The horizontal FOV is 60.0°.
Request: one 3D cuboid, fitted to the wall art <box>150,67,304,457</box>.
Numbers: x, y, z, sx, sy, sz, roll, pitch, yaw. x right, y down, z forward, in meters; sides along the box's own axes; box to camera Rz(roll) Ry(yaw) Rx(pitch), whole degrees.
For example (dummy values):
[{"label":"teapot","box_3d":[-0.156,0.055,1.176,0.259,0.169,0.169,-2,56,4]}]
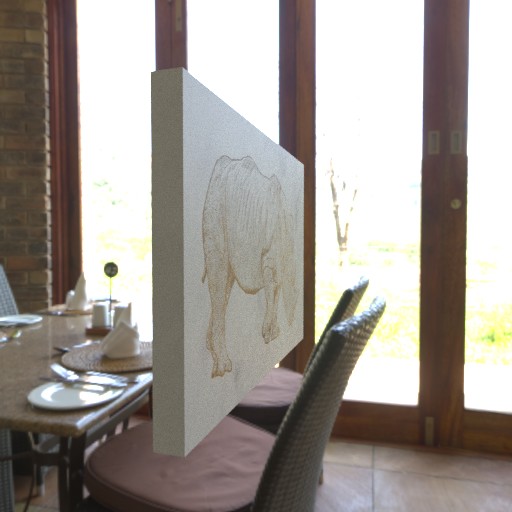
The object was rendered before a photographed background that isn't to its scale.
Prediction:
[{"label":"wall art","box_3d":[0.000,0.000,0.757,0.038,0.407,0.609,1,2,18]}]
